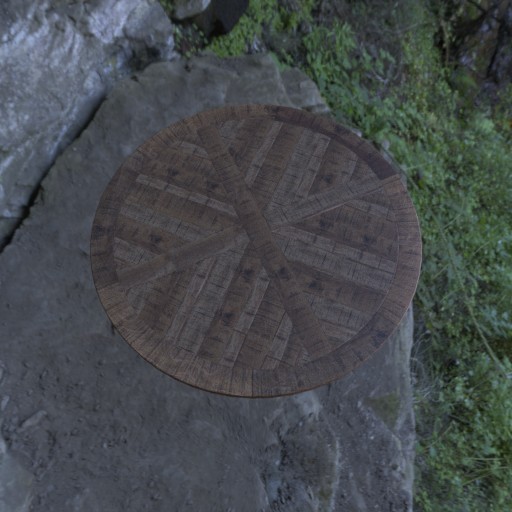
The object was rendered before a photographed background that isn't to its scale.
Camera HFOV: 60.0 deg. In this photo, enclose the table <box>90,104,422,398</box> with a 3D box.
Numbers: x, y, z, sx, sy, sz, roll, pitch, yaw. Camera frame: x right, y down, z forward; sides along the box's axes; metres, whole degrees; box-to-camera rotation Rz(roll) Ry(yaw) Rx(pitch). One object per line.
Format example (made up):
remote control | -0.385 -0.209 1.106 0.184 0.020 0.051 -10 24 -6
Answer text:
table | 0.000 0.000 1.939 1.264 0.516 1.264 0 64 0
